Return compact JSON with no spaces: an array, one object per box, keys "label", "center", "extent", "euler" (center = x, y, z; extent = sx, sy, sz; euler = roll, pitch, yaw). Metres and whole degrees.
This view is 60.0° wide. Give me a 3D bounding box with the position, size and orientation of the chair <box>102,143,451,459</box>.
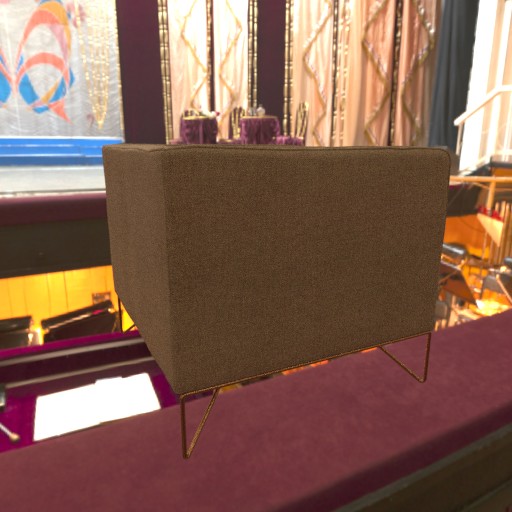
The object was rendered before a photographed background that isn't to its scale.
[{"label":"chair","center":[0.000,0.000,1.624],"extent":[0.912,0.799,0.920],"euler":[-7,16,-26]}]
